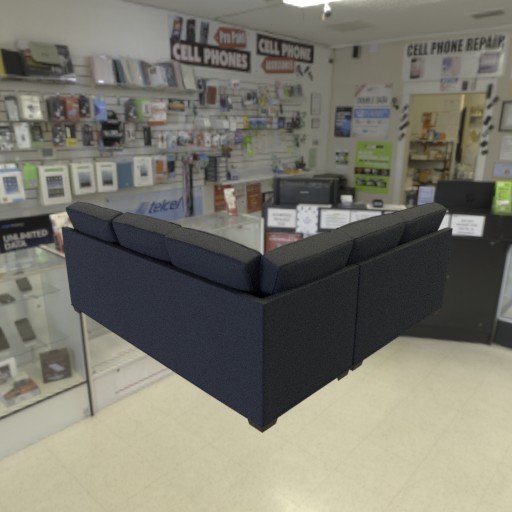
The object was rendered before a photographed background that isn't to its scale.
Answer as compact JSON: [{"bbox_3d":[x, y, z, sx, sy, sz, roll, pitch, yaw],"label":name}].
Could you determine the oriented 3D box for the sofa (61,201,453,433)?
[{"bbox_3d":[0.000,0.000,4.020,2.562,1.042,2.487,16,23,42],"label":"sofa"}]
